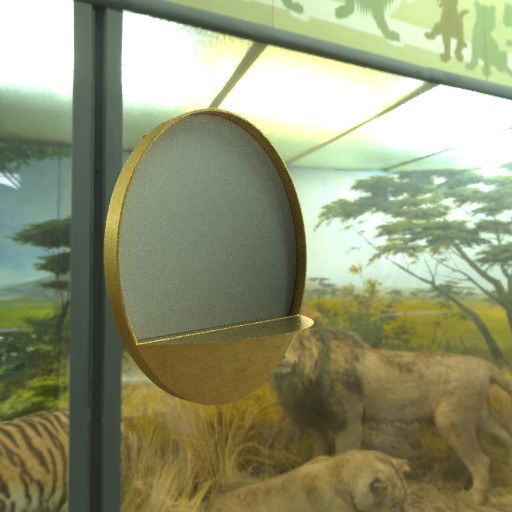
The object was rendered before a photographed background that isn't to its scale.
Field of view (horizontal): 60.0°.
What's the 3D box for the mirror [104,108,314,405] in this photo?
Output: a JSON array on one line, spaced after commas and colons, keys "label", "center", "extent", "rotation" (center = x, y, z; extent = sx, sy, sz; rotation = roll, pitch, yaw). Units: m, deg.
[{"label": "mirror", "center": [0.000, 0.000, 0.684], "extent": [0.133, 0.457, 0.457], "rotation": [-1, -2, 36]}]
